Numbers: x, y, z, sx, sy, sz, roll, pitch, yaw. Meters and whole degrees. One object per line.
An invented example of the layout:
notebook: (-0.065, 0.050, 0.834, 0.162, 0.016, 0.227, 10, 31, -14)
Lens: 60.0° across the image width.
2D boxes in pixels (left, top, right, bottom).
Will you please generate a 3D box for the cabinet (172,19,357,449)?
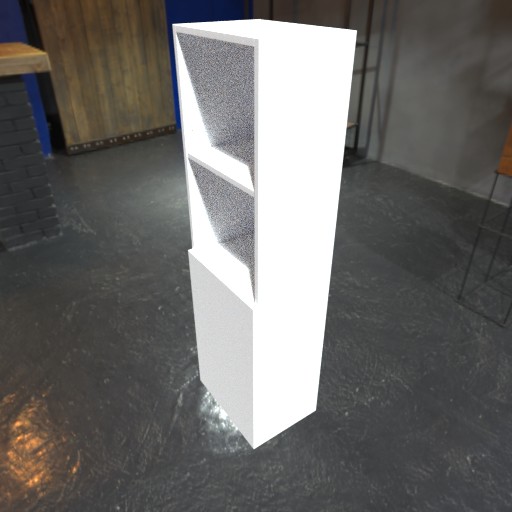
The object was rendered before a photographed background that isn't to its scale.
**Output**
cabinet: (0.000, 0.000, 1.468, 0.300, 1.350, 0.400, -20, 37, -29)
